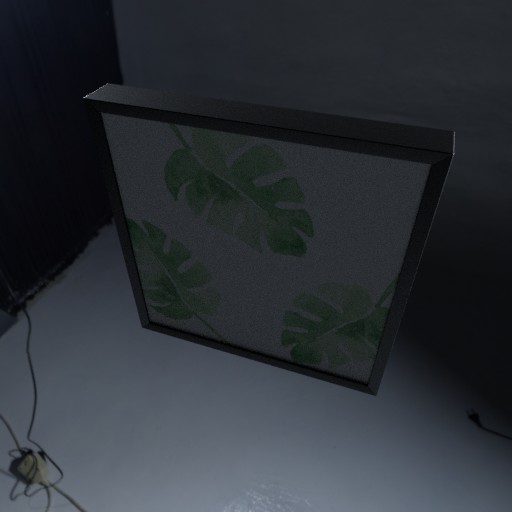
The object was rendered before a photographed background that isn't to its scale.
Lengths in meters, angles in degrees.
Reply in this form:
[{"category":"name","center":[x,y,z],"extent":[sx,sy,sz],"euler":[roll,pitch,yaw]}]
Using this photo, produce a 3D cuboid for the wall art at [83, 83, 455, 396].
[{"category":"wall art","center":[0.000,0.000,0.457],"extent":[0.304,0.304,0.038],"euler":[13,42,15]}]
